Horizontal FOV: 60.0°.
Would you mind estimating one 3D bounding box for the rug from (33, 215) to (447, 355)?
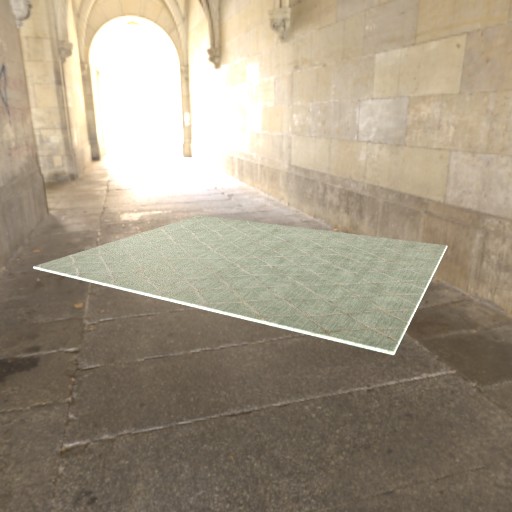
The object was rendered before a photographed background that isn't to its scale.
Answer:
[{"bbox_3d":[0.000,0.000,4.117,3.039,0.019,2.420,9,20,27],"label":"rug"}]
